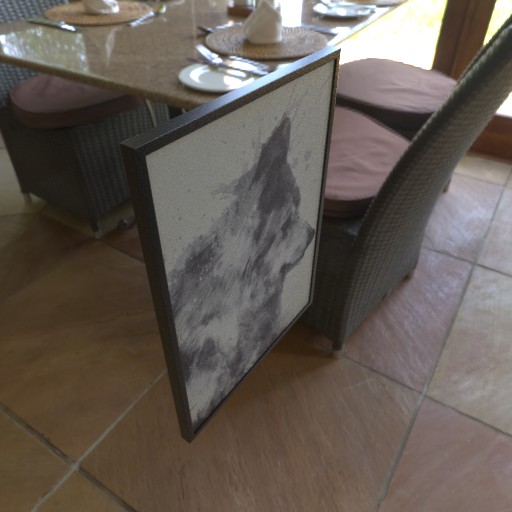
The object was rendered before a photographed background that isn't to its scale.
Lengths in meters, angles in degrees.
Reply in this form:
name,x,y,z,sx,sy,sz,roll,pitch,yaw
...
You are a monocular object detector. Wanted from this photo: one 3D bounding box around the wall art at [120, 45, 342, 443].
name,x,y,z,sx,sy,sz,roll,pitch,yaw
wall art,0.000,0.000,1.393,0.039,1.061,0.804,25,46,27
